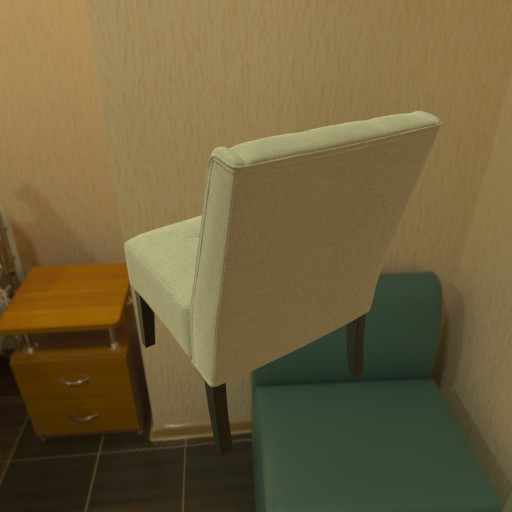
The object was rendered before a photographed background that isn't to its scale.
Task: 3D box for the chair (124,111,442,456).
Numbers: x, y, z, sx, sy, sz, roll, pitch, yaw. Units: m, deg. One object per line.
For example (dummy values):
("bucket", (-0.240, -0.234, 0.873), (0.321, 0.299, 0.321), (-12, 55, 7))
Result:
("chair", (0.000, 0.000, 1.282), (0.569, 0.853, 0.676), (-19, 34, -30))
